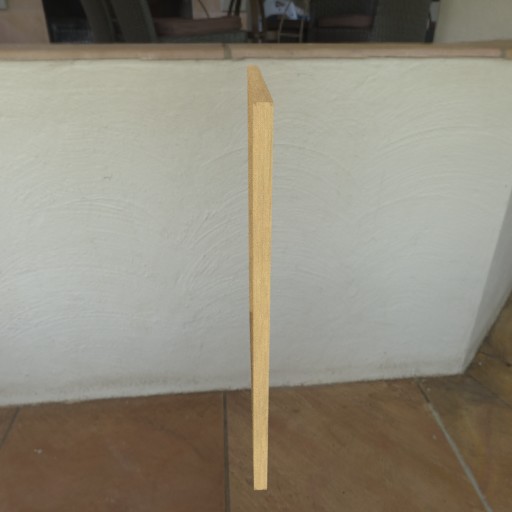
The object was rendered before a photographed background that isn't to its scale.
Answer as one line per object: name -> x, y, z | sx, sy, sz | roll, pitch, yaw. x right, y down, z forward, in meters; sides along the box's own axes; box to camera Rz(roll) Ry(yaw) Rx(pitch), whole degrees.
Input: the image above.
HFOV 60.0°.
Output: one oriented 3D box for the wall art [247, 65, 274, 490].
wall art -> 0.000, 0.000, 0.748 | 0.020, 0.561, 0.460 | -1, 27, -1
